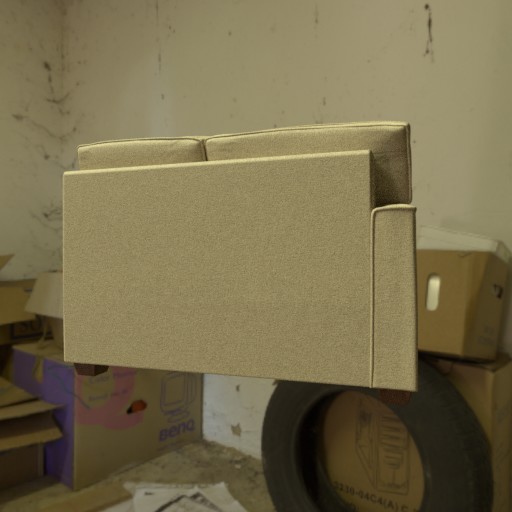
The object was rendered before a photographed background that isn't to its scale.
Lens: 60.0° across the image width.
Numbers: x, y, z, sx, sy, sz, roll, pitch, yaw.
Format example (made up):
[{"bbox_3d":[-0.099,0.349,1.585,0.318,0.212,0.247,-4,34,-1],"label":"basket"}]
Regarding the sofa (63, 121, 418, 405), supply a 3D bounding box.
[{"bbox_3d":[0.000,0.000,2.056,1.388,0.989,0.991,0,-1,17],"label":"sofa"}]
